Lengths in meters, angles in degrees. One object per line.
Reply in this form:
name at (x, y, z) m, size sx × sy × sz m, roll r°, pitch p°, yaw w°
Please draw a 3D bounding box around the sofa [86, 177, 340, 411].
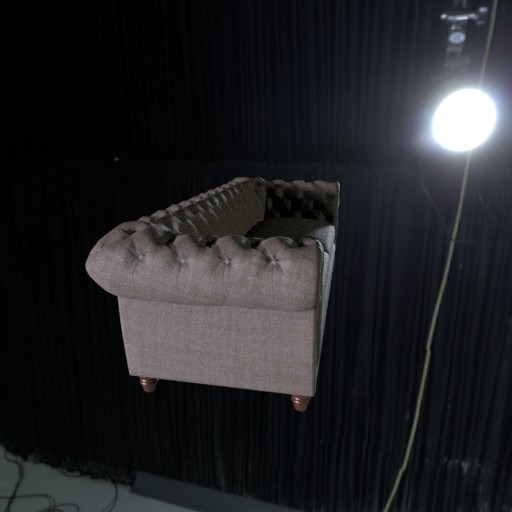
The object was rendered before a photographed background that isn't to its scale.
sofa at (0.000, 0.000, 2.771) m, size 0.944 × 0.787 × 2.385 m, roll 3°, pitch 16°, yaw 11°
